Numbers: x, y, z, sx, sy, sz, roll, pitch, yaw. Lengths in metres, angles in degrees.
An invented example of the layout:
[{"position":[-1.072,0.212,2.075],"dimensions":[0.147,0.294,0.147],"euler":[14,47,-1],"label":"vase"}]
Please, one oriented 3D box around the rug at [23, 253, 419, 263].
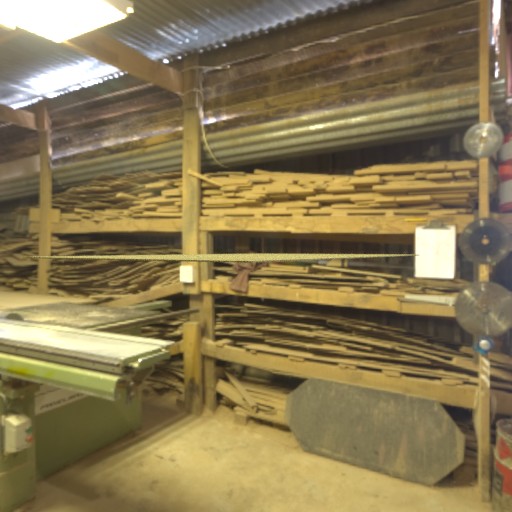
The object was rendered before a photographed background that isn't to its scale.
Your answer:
[{"position":[0.000,0.000,2.942],"dimensions":[1.529,0.007,2.297],"euler":[1,1,34],"label":"rug"}]
